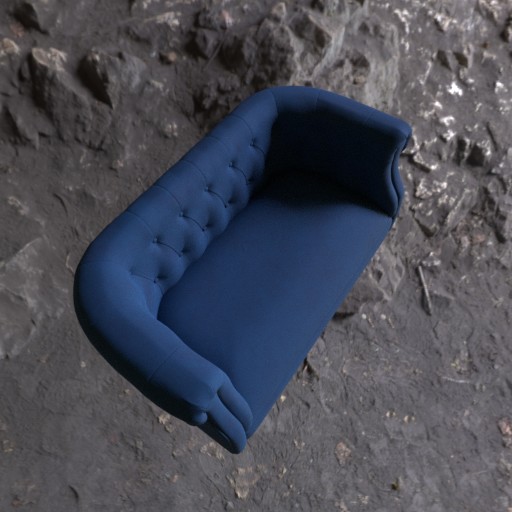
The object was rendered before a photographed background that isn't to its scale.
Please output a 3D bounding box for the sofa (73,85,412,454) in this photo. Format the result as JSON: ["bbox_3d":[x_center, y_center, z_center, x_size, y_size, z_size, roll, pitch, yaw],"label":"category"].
[{"bbox_3d":[0.000,0.000,2.024,0.835,0.827,1.558,31,63,18],"label":"sofa"}]
